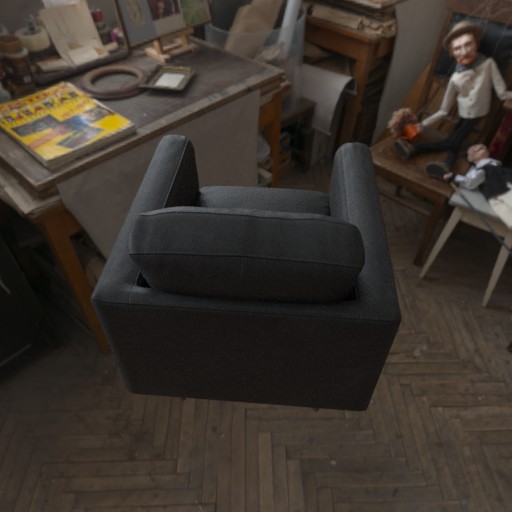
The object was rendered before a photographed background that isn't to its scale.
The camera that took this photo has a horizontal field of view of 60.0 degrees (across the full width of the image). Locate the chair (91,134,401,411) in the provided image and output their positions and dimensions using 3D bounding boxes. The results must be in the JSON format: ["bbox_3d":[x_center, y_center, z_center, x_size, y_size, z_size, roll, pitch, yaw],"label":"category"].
[{"bbox_3d":[0.000,0.000,1.606,0.831,0.898,0.879,3,46,3],"label":"chair"}]
